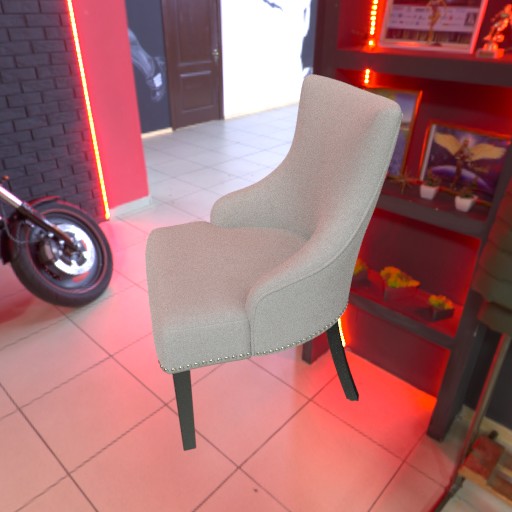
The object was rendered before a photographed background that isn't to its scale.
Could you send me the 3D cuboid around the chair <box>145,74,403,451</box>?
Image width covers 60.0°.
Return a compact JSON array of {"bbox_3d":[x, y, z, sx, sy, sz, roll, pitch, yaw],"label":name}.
[{"bbox_3d":[0.000,0.000,1.286,0.629,0.909,0.566,-7,31,-13],"label":"chair"}]
